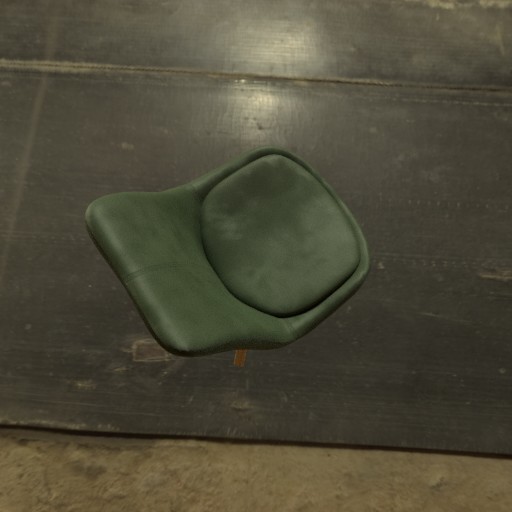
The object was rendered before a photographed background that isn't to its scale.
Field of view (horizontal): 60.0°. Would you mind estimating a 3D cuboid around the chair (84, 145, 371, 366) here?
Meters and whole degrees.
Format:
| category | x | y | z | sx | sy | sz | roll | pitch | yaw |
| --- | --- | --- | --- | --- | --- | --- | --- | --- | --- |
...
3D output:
| category | x | y | z | sx | sy | sz | roll | pitch | yaw |
| --- | --- | --- | --- | --- | --- | --- | --- | --- | --- |
| chair | 0.000 | 0.000 | 1.177 | 0.547 | 0.865 | 0.483 | -34 | 78 | -8 |
